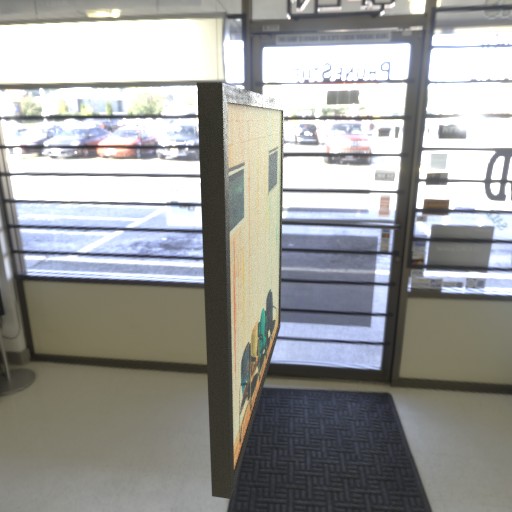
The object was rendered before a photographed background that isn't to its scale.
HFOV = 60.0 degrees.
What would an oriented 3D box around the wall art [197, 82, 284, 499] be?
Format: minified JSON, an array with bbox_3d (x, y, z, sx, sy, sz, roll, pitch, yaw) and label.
[{"bbox_3d":[0.000,0.000,1.116,0.039,0.763,0.763,3,17,10],"label":"wall art"}]
